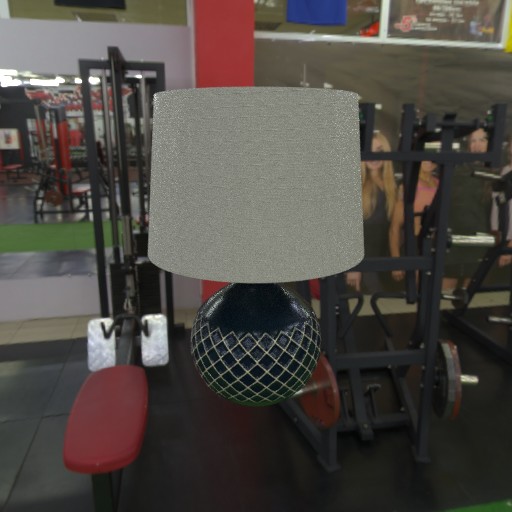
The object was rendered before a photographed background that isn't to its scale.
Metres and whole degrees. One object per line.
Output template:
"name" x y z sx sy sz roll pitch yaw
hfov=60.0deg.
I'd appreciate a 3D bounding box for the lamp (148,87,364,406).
"lamp" 0.000 0.000 0.794 0.376 0.540 0.376 0 16 0
